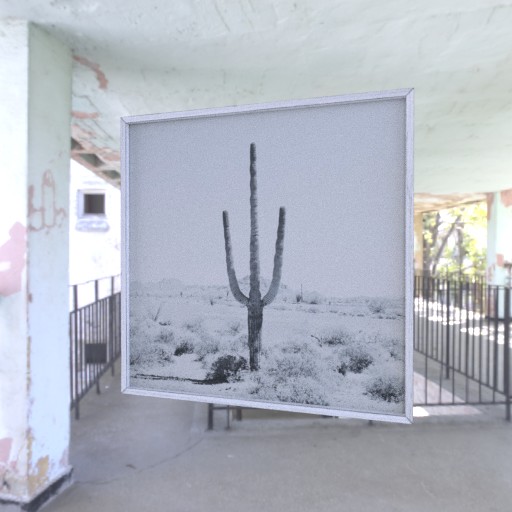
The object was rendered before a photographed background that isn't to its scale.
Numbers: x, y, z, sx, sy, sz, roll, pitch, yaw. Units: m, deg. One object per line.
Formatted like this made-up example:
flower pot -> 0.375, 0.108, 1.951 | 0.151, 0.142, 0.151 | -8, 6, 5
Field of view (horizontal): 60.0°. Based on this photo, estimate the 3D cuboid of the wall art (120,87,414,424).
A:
wall art -> 0.000, 0.000, 0.760 | 0.508, 0.508, 0.038 | 0, 0, 17
